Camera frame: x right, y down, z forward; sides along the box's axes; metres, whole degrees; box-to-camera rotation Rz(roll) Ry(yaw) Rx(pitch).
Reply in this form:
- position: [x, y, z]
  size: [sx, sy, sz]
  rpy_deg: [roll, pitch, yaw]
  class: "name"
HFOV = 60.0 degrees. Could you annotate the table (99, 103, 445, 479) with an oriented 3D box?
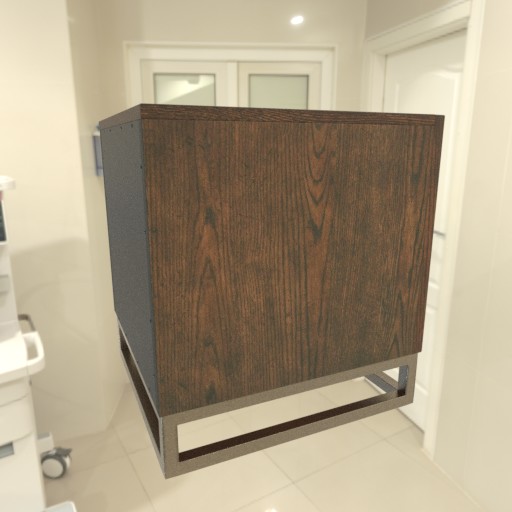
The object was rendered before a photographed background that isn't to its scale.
- position: [0.000, 0.000, 0.982]
  size: [0.566, 0.582, 0.506]
  rpy_deg: [-6, 15, -24]
  class: "table"
